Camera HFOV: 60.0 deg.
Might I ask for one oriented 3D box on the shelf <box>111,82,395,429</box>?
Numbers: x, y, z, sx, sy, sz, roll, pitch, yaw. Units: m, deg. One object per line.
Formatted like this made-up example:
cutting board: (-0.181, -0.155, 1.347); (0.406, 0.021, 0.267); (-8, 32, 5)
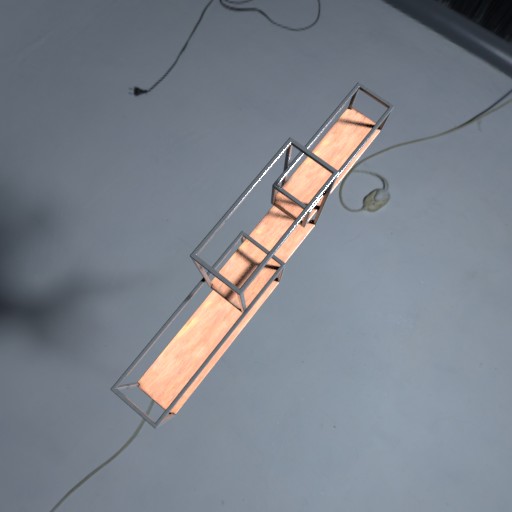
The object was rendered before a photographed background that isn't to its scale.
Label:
shelf: (0.000, 0.000, 2.120); (0.275, 0.972, 1.781); (38, 79, 8)
